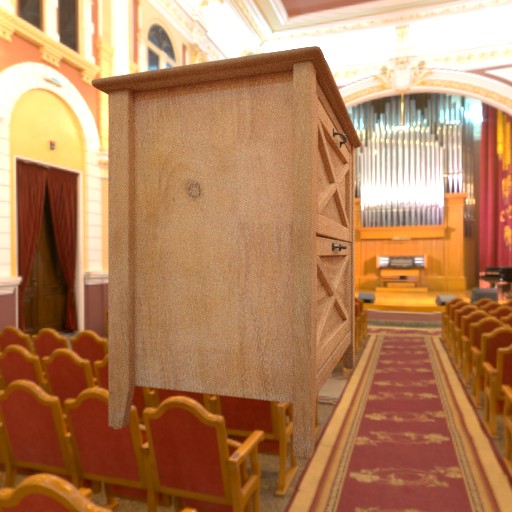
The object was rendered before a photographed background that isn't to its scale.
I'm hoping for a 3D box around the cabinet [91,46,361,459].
[{"bbox_3d":[0.000,0.000,1.236,0.503,0.762,0.763,0,0,19],"label":"cabinet"}]
